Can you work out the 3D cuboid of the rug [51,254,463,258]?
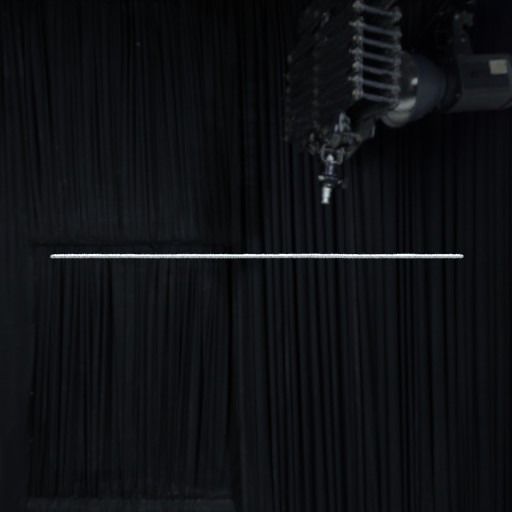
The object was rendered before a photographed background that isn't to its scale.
[{"bbox_3d":[0.000,0.000,0.905,0.548,0.006,0.639,0,0,0],"label":"rug"}]
